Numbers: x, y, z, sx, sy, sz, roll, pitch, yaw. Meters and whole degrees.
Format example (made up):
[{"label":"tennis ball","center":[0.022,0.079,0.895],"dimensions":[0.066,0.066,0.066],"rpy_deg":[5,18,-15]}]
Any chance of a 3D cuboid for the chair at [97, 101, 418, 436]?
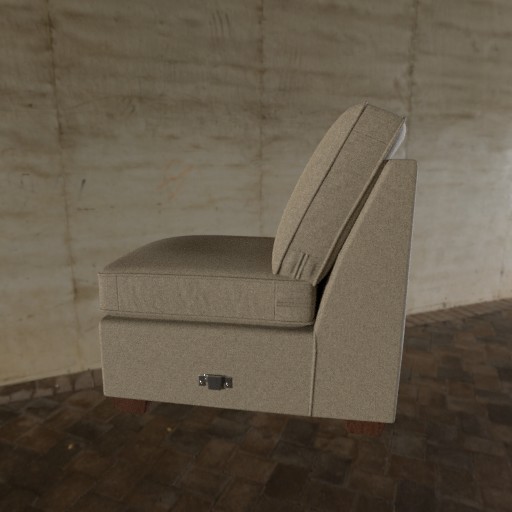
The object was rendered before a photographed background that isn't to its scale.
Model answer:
[{"label":"chair","center":[0.000,0.000,1.695],"dimensions":[1.020,1.058,0.674],"rpy_deg":[2,13,9]}]
